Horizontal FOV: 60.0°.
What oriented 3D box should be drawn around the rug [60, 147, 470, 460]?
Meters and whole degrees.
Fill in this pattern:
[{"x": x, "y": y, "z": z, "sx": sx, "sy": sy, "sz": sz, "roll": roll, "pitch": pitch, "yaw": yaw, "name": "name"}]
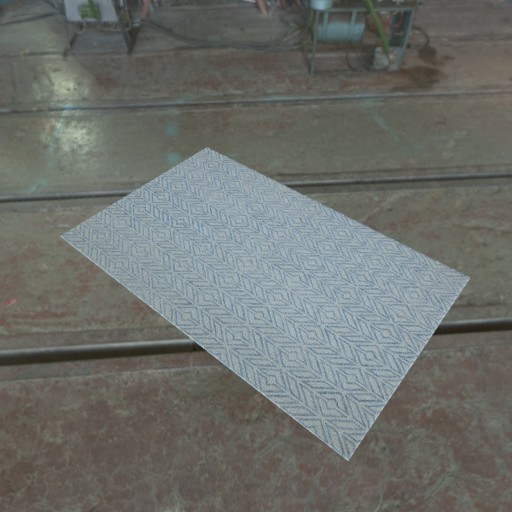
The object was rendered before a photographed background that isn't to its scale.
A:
[{"x": 0.000, "y": 0.000, "z": 3.088, "sx": 2.441, "sy": 0.008, "sz": 1.526, "roll": 31, "pitch": 54, "yaw": 26, "name": "rug"}]
